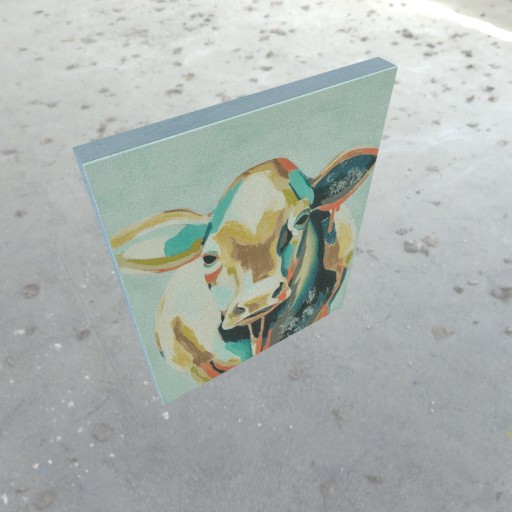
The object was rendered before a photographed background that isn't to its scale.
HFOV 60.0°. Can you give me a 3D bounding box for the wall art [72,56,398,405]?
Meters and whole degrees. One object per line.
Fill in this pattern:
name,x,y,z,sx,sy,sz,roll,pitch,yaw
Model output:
wall art,0.000,0.000,0.688,0.409,0.509,0.037,-25,51,-22
